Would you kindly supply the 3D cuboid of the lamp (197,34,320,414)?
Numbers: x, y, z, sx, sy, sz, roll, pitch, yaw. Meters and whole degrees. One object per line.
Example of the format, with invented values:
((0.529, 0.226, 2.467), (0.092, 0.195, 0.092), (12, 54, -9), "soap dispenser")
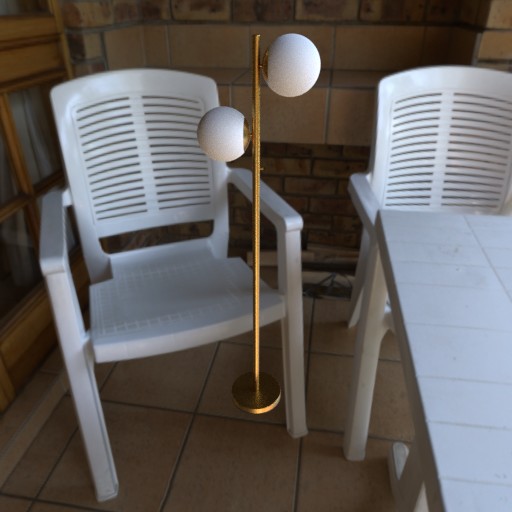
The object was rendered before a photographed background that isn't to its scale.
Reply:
((0.000, 0.000, 1.825), (0.419, 1.641, 0.249), (2, 31, 3), "lamp")
